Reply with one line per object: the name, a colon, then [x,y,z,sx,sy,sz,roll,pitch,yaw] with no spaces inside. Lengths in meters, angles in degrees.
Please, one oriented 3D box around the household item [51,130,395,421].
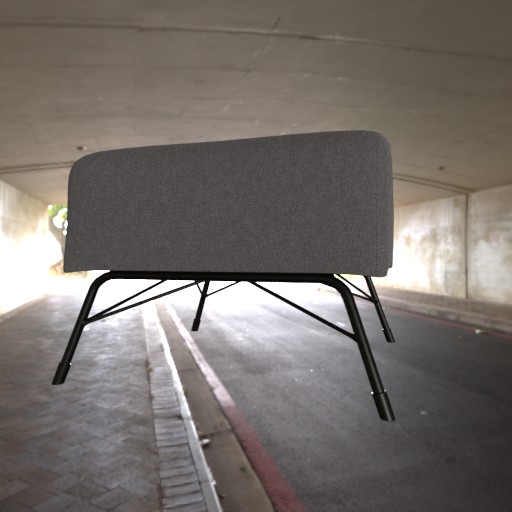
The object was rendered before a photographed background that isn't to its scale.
household item: [0.000,0.000,0.882,0.530,0.410,0.530,0,0,17]
